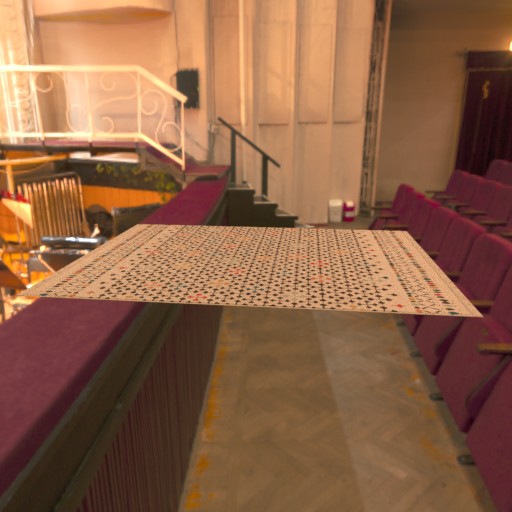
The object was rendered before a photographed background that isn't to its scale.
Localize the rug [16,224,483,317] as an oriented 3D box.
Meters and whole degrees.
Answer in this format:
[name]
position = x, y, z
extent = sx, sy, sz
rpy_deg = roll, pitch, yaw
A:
[rug]
position = 0.000, 0.000, 2.009
extent = 1.556, 0.006, 1.146
rpy_deg = 2, 17, 6
